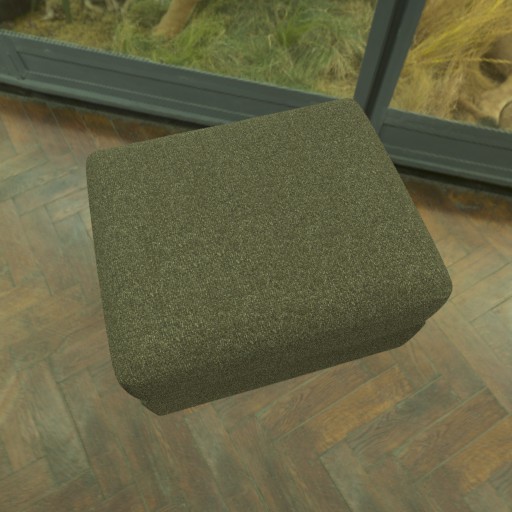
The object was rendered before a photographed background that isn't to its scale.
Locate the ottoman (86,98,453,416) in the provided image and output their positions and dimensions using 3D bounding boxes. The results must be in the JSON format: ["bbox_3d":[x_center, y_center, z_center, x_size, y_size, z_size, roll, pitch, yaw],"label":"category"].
[{"bbox_3d":[0.000,0.000,1.158,0.742,0.476,0.598,-14,64,-7],"label":"ottoman"}]
